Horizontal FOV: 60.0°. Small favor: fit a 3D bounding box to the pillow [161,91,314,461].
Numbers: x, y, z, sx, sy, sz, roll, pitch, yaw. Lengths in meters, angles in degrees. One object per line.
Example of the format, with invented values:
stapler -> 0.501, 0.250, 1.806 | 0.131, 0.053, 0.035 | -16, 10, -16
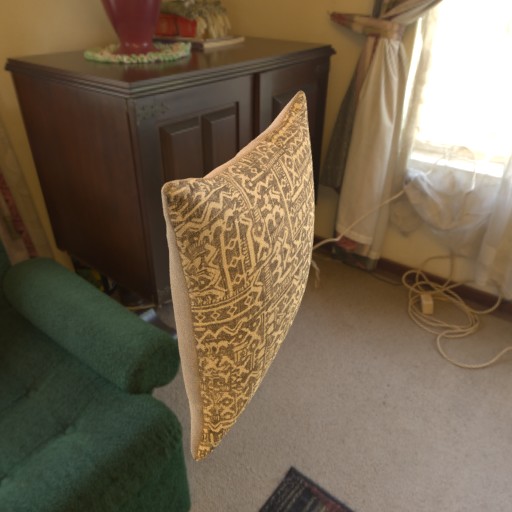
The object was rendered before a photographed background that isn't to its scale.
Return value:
pillow -> 0.000, 0.000, 0.814 | 0.180, 0.487, 0.546 | 11, 33, 18
